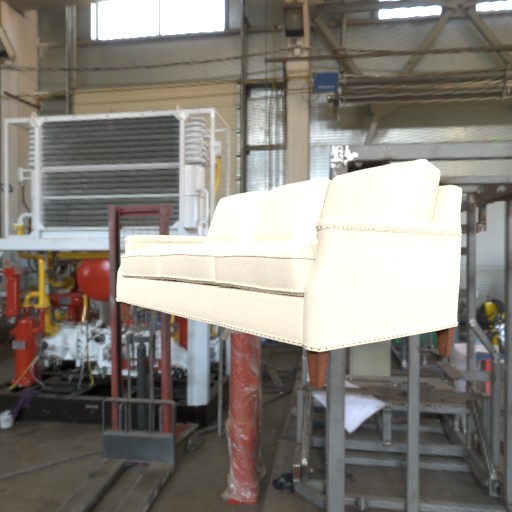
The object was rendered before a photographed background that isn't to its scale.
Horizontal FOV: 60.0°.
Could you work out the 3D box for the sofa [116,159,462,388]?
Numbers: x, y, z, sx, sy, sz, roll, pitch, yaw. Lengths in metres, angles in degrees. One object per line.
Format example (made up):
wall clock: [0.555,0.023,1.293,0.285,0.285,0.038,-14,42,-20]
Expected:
sofa: [0.000,0.000,2.843,1.084,1.003,2.246,0,0,-36]
